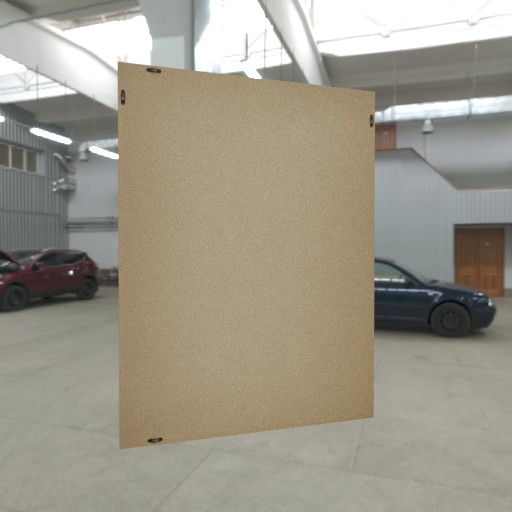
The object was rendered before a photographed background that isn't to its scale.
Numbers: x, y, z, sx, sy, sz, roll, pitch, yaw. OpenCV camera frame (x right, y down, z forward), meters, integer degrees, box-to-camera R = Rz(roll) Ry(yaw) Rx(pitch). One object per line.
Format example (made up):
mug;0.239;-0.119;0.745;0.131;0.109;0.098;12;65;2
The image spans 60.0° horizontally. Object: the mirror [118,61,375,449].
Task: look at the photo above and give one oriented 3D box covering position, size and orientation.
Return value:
mirror;0.000;0.000;1.286;0.762;1.016;0.041;0;1;-17
